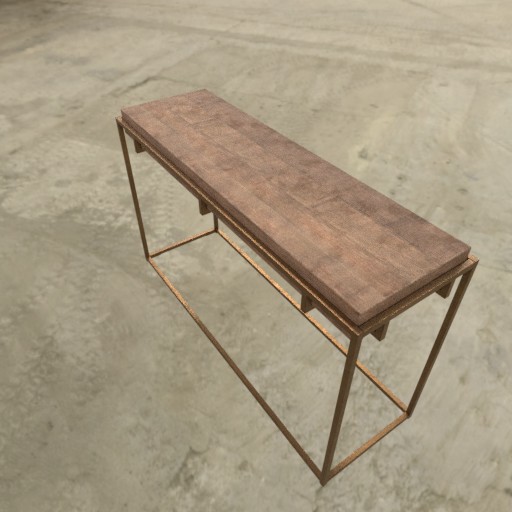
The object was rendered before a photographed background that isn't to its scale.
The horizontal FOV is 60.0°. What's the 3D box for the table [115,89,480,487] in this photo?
[{"bbox_3d":[0.000,0.000,1.734,0.440,0.820,1.400,-25,46,-26],"label":"table"}]
